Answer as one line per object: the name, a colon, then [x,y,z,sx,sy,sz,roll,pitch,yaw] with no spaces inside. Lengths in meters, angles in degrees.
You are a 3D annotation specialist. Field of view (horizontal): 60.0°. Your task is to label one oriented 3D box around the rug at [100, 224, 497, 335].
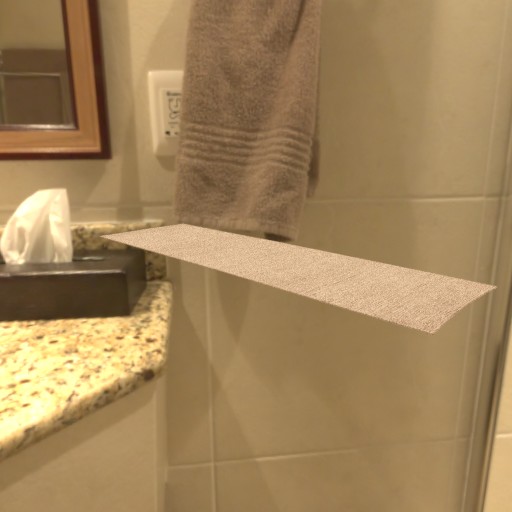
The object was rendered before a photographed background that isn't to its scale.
rug: [0.000,0.000,2.513,2.346,0.013,0.712,13,19,43]
